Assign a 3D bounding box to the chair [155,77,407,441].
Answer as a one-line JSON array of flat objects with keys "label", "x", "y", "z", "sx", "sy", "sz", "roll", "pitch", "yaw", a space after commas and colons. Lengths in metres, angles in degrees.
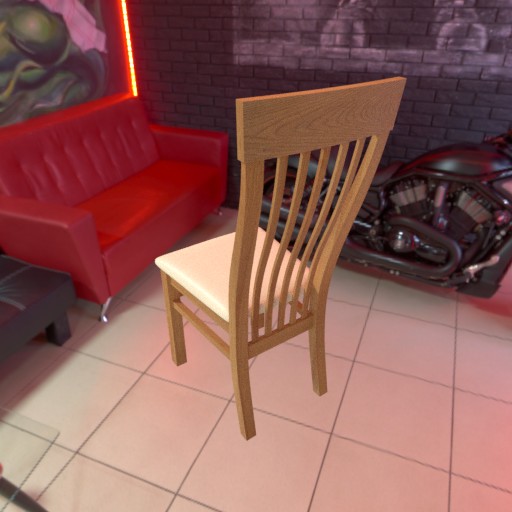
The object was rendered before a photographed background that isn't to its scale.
[{"label": "chair", "x": 0.000, "y": 0.000, "z": 1.355, "sx": 0.450, "sy": 1.050, "sz": 0.580, "roll": -20, "pitch": 36, "yaw": -30}]
